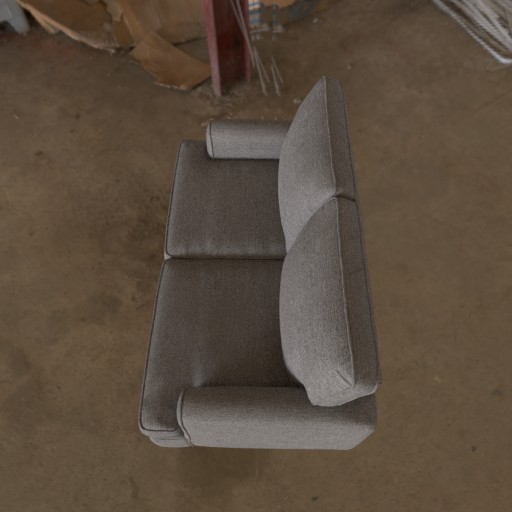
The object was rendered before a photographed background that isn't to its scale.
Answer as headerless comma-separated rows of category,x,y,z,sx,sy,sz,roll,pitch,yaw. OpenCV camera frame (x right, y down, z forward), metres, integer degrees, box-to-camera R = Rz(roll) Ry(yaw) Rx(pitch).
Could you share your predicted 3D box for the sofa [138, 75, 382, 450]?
sofa,0.000,0.000,2.153,0.965,0.965,1.651,1,59,1
